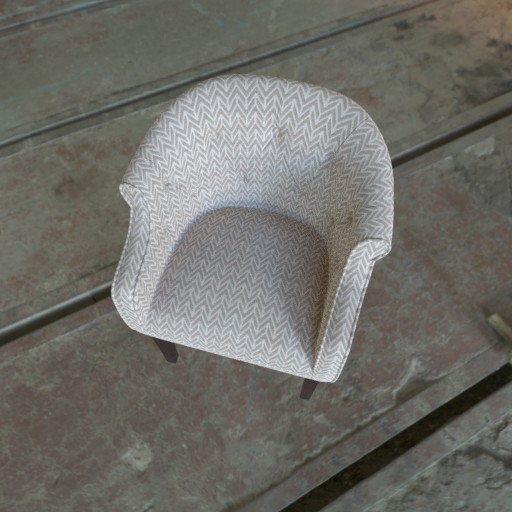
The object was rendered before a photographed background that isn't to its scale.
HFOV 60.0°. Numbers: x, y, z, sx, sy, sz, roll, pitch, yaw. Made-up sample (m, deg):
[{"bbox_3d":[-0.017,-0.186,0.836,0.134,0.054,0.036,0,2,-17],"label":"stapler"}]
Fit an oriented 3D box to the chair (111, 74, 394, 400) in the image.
[{"bbox_3d":[0.000,0.000,1.343,0.686,0.858,0.613,13,59,8],"label":"chair"}]
